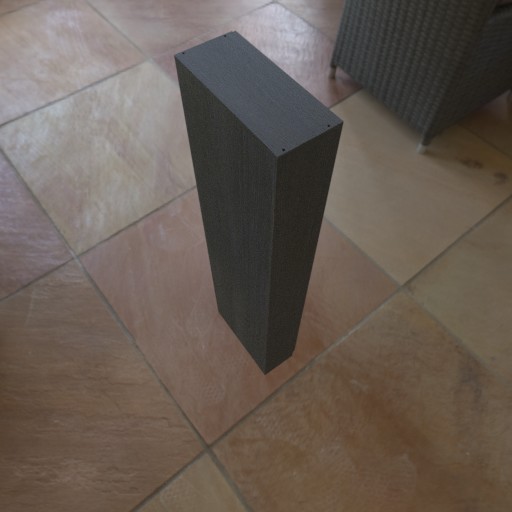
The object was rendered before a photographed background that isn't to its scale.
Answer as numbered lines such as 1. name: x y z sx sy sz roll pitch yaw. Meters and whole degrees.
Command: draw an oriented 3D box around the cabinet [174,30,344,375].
1. cabinet: 0.000 0.000 1.982 0.230 1.790 0.500 -31 63 -18
